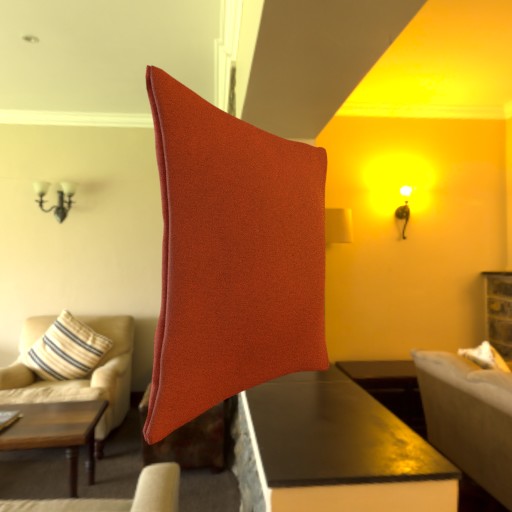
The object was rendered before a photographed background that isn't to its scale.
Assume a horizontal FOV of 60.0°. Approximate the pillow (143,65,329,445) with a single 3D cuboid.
[{"bbox_3d":[0.000,0.000,0.661,0.151,0.416,0.435,-1,-1,35],"label":"pillow"}]
